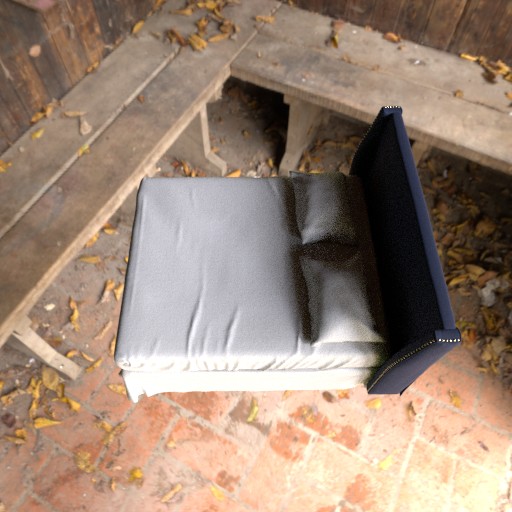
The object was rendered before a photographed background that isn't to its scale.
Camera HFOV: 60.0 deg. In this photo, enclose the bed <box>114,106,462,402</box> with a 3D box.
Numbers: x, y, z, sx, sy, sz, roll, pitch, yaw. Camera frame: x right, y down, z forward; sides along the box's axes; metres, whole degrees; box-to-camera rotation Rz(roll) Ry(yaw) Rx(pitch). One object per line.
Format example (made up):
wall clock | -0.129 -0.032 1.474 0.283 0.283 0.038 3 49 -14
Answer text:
bed | 0.000 0.000 3.468 2.276 1.332 1.925 -1 60 0
